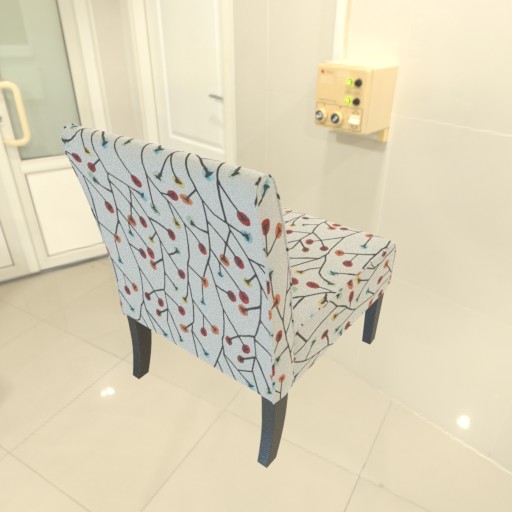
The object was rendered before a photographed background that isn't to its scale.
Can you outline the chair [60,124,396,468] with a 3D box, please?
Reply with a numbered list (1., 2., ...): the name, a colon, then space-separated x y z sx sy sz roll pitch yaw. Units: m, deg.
1. chair: 0.000 0.000 1.302 0.597 0.813 0.732 21 36 32
